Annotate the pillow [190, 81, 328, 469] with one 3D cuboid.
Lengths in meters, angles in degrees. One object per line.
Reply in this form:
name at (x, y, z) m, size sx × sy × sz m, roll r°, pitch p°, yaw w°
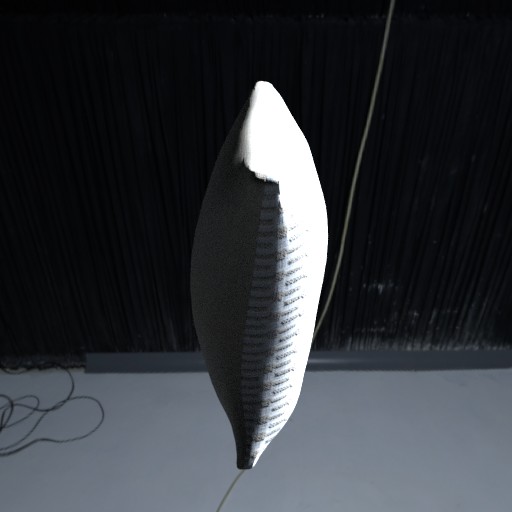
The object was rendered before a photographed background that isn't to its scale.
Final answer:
pillow at (0.000, 0.000, 0.774) m, size 0.219 × 0.491 × 0.496 m, roll 0°, pitch 31°, yaw 0°
